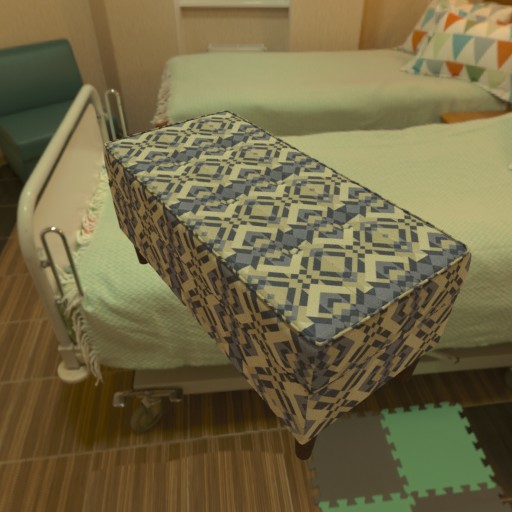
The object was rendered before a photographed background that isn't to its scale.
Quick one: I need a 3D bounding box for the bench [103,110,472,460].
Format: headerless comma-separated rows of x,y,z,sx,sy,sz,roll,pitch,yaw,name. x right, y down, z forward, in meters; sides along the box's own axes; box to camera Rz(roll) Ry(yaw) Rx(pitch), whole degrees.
0.000,0.000,1.321,0.492,0.477,1.016,-25,46,-27,bench
